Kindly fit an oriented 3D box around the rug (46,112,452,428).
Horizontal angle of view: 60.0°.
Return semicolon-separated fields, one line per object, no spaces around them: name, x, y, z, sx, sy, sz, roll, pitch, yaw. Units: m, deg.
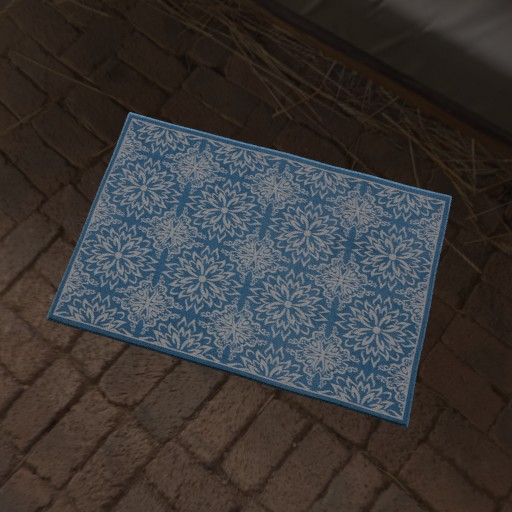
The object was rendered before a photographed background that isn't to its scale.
rug;0.000;0.000;3.464;2.769;0.018;1.830;16;76;4
